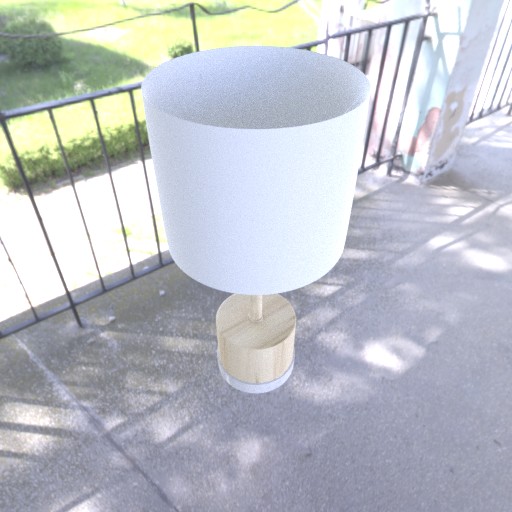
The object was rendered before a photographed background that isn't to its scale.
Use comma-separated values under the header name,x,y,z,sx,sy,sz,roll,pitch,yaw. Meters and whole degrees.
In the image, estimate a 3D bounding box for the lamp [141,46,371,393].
name,x,y,z,sx,sy,sz,roll,pitch,yaw
lamp,0.000,0.000,0.600,0.229,0.470,0.229,-26,47,-27
